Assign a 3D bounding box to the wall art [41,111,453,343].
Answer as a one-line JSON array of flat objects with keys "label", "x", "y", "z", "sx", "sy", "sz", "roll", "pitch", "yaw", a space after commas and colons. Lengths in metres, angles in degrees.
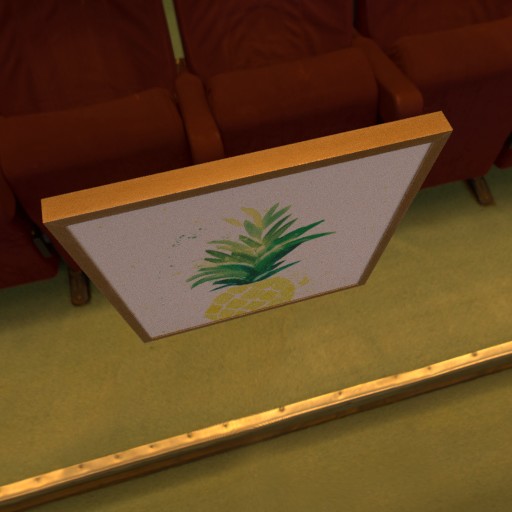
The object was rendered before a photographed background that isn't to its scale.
[{"label": "wall art", "x": 0.000, "y": 0.000, "z": 0.766, "sx": 0.510, "sy": 0.509, "sz": 0.033, "roll": -14, "pitch": 64, "yaw": -7}]
